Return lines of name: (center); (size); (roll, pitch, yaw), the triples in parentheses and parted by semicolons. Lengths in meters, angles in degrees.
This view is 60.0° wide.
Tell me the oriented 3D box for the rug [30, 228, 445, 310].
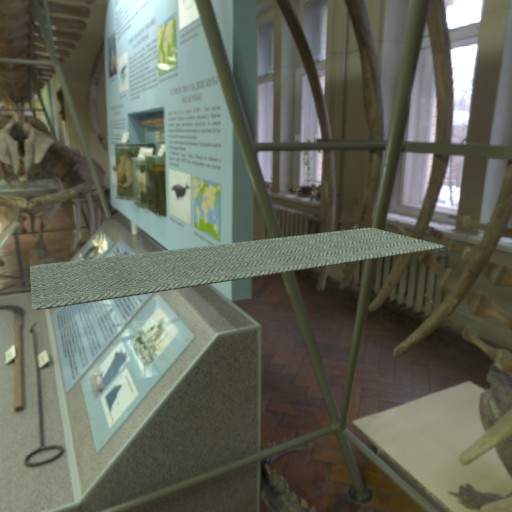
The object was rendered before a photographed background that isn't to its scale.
rug: (0.000, 0.000, 2.508); (2.286, 0.008, 0.686); (-7, 16, -26)
